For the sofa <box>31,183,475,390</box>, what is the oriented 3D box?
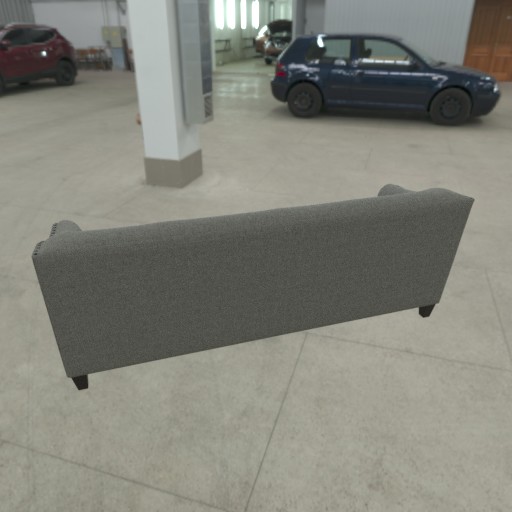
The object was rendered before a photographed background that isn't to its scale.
[{"bbox_3d":[0.000,0.000,2.684,2.235,0.901,0.914,-8,29,-16],"label":"sofa"}]
